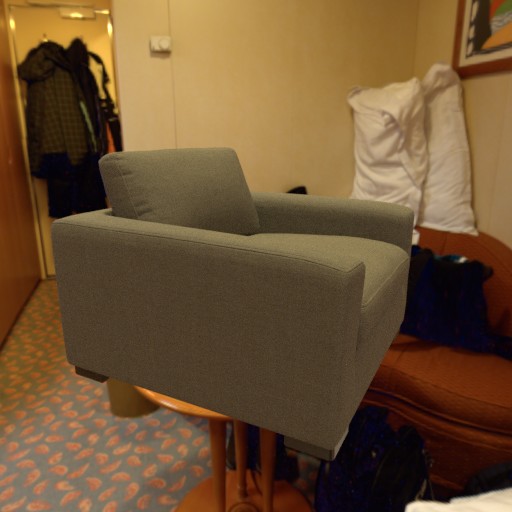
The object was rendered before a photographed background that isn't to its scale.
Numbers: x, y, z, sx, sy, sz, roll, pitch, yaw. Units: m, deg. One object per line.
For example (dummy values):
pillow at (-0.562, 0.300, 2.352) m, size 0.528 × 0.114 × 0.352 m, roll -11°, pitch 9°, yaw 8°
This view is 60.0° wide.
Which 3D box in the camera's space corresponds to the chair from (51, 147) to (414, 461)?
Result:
chair at (0.000, 0.000, 1.814) m, size 1.100 × 0.847 × 1.070 m, roll 8°, pitch 17°, yaw 27°
